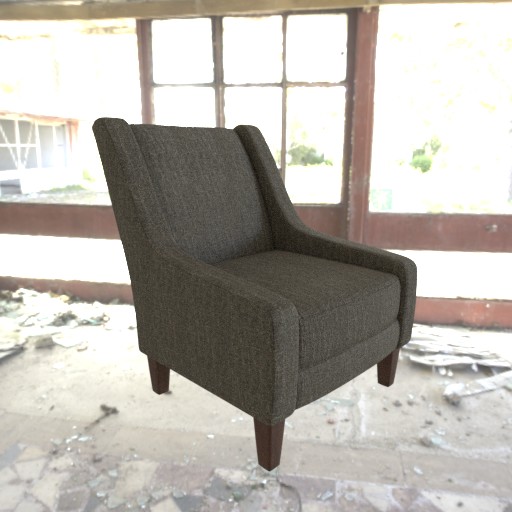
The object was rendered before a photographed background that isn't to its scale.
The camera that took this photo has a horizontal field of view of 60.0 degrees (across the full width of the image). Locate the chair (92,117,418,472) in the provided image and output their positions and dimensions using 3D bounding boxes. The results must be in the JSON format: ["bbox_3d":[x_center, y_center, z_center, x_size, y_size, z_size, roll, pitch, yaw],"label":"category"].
[{"bbox_3d":[0.000,0.000,1.674,0.793,1.012,0.944,-13,18,-43],"label":"chair"}]
